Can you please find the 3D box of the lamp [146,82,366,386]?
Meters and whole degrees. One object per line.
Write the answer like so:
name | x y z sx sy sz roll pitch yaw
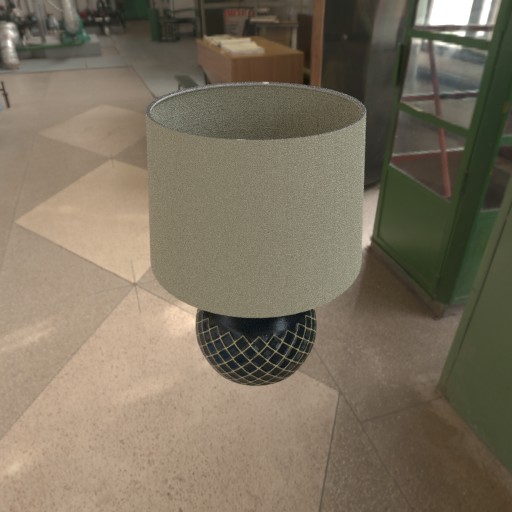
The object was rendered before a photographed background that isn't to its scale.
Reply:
lamp | 0.000 0.000 0.812 0.376 0.540 0.376 0 33 0
